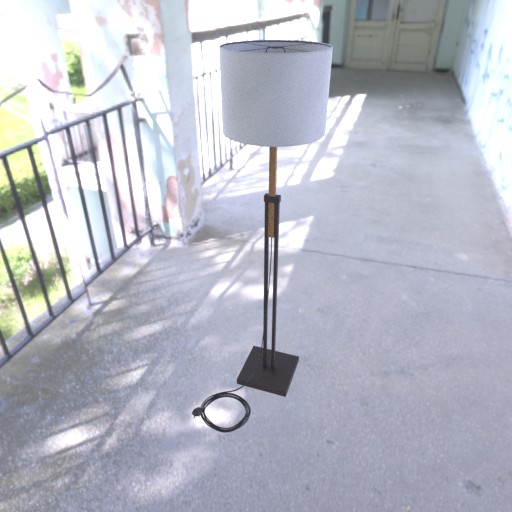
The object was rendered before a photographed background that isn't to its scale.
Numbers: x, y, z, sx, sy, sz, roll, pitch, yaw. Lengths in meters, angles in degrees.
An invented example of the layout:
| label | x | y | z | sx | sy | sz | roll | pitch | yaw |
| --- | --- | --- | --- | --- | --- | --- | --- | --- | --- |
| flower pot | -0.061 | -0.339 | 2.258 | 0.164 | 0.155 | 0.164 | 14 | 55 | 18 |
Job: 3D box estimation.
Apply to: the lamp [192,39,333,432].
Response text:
| label | x | y | z | sx | sy | sz | roll | pitch | yaw |
| --- | --- | --- | --- | --- | --- | --- | --- | --- | --- |
| lamp | 0.000 | 0.000 | 1.939 | 0.474 | 1.650 | 0.639 | 10 | 33 | 16 |
